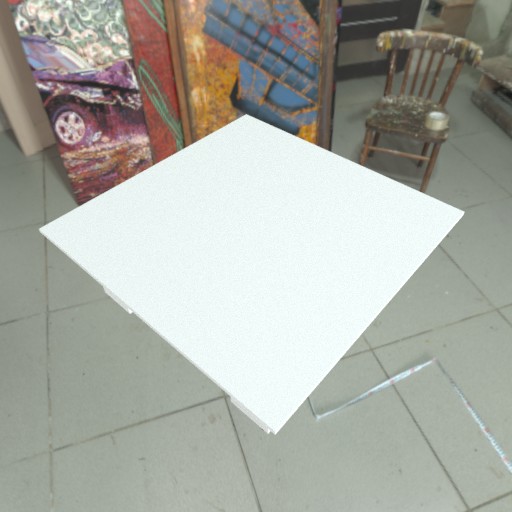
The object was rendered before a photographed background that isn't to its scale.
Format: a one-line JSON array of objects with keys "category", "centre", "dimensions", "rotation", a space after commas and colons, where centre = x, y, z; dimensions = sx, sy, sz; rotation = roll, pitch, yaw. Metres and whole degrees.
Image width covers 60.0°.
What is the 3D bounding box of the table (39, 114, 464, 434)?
[{"category": "table", "centre": [0.000, 0.000, 1.417], "dimensions": [0.890, 0.305, 0.890], "rotation": [33, 54, 27]}]
